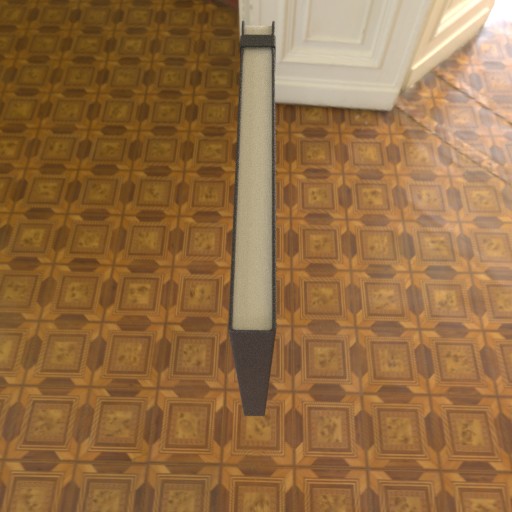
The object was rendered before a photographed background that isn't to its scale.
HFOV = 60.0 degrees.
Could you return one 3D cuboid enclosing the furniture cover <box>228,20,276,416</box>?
[{"bbox_3d":[0.000,0.000,0.365,0.023,0.281,0.216,1,63,0],"label":"furniture cover"}]
